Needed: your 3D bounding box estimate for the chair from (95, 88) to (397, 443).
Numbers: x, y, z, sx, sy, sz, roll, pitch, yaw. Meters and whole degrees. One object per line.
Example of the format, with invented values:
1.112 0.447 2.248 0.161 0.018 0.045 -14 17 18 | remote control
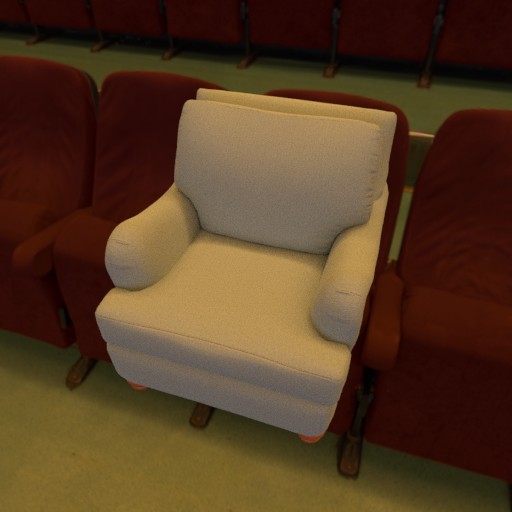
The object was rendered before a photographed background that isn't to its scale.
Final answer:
0.000 0.000 1.847 0.955 1.038 1.070 12 42 14 | chair
